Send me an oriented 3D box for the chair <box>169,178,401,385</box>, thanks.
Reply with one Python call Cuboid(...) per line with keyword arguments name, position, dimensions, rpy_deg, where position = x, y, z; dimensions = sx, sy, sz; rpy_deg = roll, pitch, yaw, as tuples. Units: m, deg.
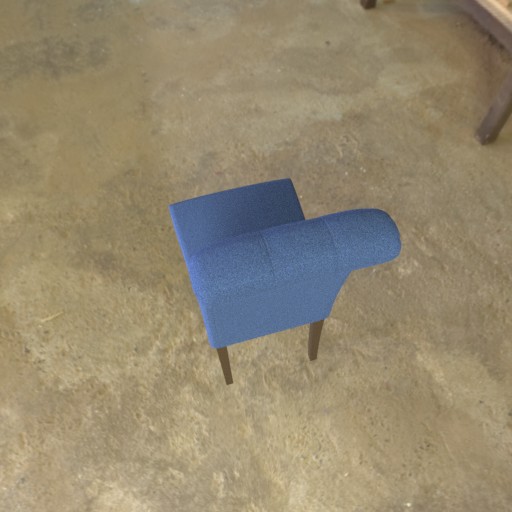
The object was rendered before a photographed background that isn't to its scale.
Cuboid(name="chair", position=(0.000, 0.000, 1.377), dimensions=(0.456, 1.006, 0.671), rpy_deg=(-14, 60, -8))
